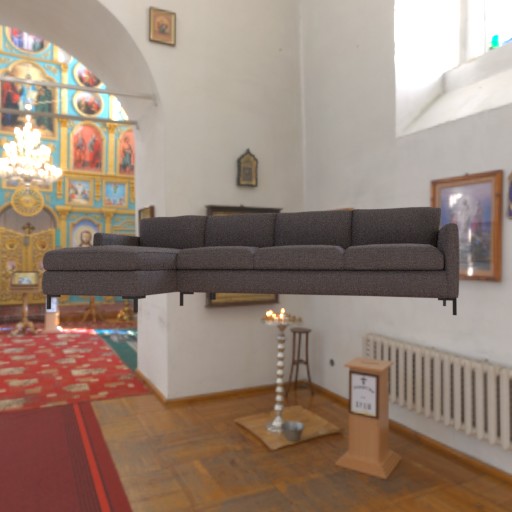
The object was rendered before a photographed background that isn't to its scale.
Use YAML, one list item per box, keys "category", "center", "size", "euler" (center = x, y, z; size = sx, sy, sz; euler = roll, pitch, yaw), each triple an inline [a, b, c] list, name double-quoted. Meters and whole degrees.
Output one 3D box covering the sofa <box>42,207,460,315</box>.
- category: "sofa"
  center: [0.000, 0.000, 3.223]
  size: [2.731, 0.754, 1.258]
  euler: [0, -1, 18]
